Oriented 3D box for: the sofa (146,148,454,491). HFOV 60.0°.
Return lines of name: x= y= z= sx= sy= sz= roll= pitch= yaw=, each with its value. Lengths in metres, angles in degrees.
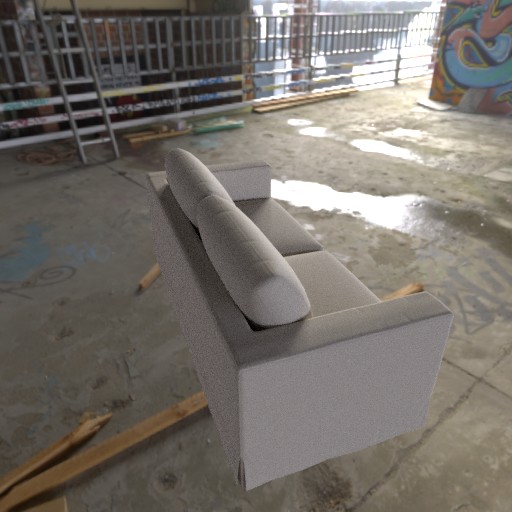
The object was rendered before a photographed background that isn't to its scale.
sofa: x=0.000 y=0.000 z=2.615 sx=0.954 sy=0.881 sz=2.163 roll=-11 pitch=32 yaw=-18
